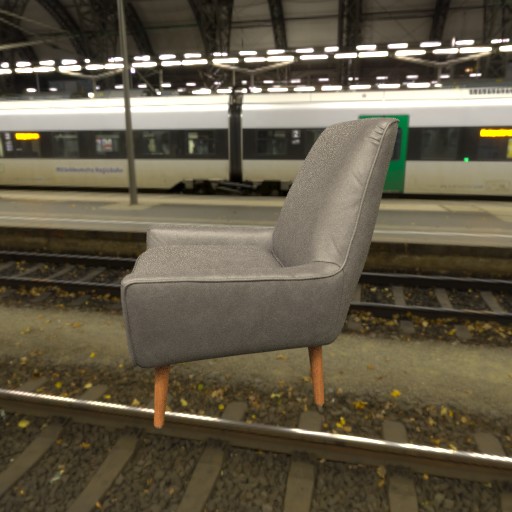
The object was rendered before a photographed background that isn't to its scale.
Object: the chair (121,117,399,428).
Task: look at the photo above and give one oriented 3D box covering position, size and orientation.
[{"bbox_3d":[0.000,0.000,1.504,0.822,0.888,0.787,-2,14,-8],"label":"chair"}]
